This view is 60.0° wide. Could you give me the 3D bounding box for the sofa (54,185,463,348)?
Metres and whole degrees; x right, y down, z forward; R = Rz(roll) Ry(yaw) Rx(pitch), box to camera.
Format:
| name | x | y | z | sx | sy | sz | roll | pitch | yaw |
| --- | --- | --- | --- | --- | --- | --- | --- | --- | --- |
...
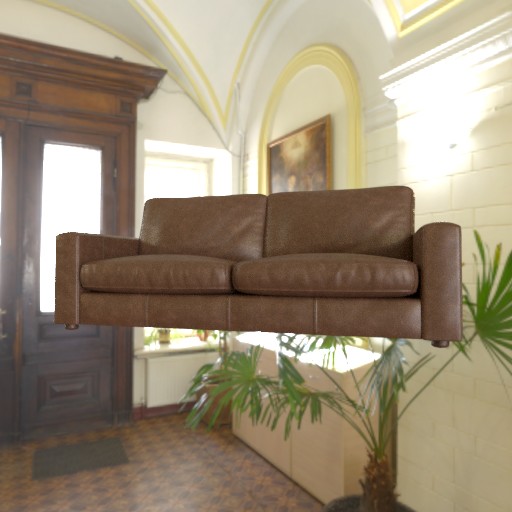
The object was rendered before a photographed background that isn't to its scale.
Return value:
| name | x | y | z | sx | sy | sz | roll | pitch | yaw |
| --- | --- | --- | --- | --- | --- | --- | --- | --- | --- |
| sofa | 0.000 | 0.000 | 2.712 | 2.179 | 0.873 | 1.016 | 0 | -1 | 16 |
